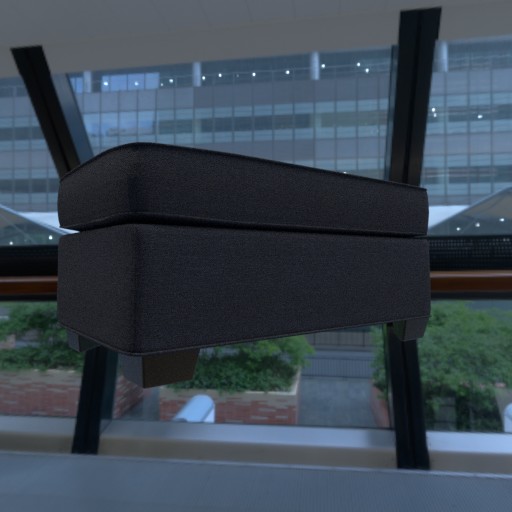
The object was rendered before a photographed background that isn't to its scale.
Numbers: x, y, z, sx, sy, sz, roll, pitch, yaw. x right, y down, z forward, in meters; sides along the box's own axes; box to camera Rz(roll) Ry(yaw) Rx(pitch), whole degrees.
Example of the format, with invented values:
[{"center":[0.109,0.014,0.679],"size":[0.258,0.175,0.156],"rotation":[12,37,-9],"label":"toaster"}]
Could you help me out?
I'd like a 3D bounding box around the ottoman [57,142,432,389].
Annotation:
[{"center":[0.000,0.000,1.166],"size":[0.895,0.453,0.505],"rotation":[1,-1,-37],"label":"ottoman"}]
